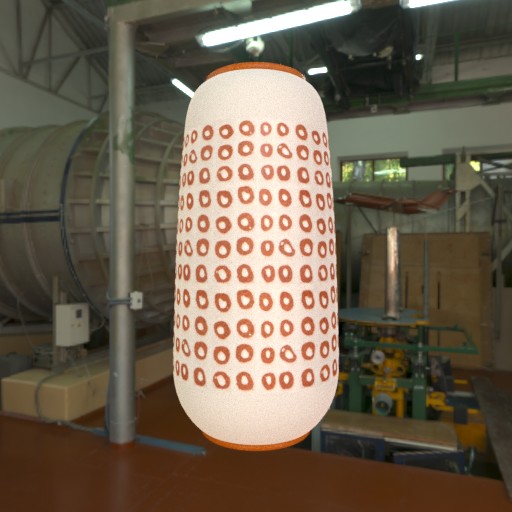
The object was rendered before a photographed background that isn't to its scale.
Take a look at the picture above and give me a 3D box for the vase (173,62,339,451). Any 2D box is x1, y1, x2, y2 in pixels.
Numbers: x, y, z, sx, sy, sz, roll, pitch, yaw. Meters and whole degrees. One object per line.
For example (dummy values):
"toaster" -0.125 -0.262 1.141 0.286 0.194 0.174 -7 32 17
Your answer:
"vase" 0.000 0.000 0.362 0.133 0.282 0.133 0 0 0
